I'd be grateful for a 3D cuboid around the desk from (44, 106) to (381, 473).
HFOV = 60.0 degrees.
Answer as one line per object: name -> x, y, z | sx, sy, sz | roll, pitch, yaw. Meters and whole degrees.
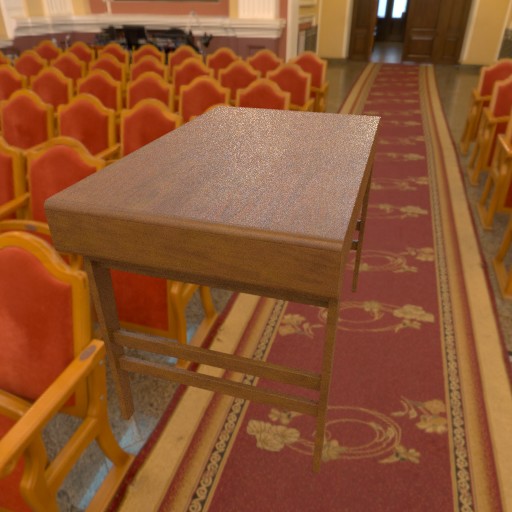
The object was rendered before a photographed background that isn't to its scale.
desk -> 0.000, 0.000, 1.516 | 0.660, 0.754, 1.066 | 9, 31, 15
